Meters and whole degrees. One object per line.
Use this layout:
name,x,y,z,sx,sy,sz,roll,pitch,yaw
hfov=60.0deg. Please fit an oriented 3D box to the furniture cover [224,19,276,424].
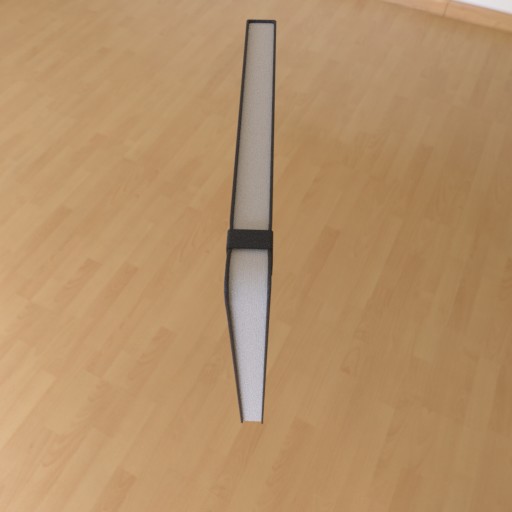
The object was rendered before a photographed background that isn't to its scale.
furniture cover,0.000,0.000,0.372,0.023,0.281,0.216,2,58,1
